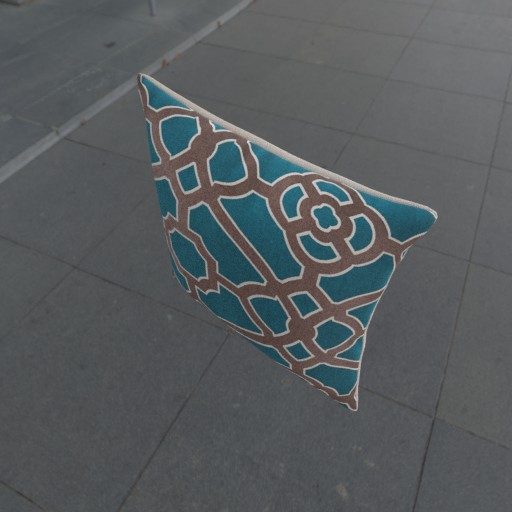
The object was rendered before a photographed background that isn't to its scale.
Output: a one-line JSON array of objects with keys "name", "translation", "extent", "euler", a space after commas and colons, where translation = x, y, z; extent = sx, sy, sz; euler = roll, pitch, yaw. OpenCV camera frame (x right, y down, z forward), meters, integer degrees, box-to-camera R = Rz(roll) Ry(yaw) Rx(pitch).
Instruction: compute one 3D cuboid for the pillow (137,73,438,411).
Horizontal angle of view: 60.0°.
[{"name": "pillow", "translation": [0.000, 0.000, 0.791], "extent": [0.526, 0.507, 0.166], "euler": [33, 55, 26]}]
